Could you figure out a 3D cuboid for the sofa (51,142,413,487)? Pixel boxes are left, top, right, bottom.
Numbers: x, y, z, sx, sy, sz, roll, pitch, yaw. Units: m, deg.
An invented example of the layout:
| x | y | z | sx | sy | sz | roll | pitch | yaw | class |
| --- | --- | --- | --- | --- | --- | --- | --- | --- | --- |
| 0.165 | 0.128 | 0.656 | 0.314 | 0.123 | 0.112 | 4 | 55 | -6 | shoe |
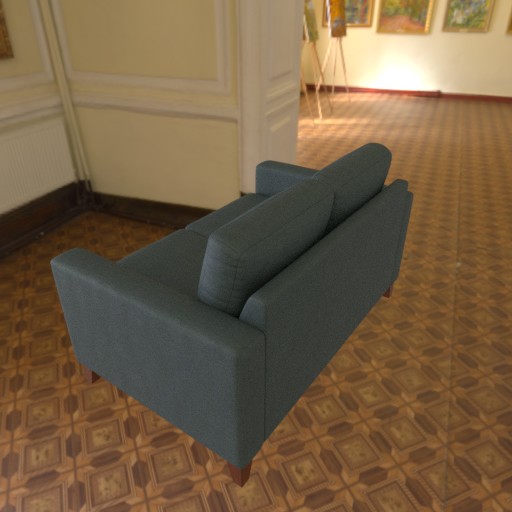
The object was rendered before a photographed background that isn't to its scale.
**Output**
| x | y | z | sx | sy | sz | roll | pitch | yaw | class |
| --- | --- | --- | --- | --- | --- | --- | --- | --- | --- |
| 0.000 | 0.000 | 2.075 | 0.955 | 0.903 | 1.489 | 20 | 36 | 30 | sofa |
